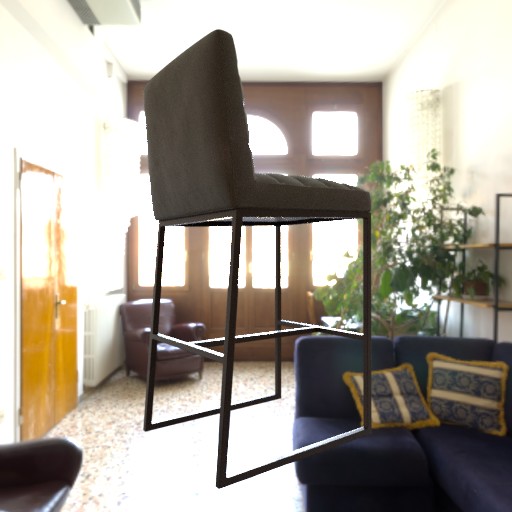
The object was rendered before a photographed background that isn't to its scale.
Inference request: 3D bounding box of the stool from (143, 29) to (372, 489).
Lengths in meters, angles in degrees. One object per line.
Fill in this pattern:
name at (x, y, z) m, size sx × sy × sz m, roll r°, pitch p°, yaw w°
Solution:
stool at (0.000, 0.000, 1.345) m, size 0.562 × 1.065 × 0.463 m, roll 0°, pitch 0°, yaw -37°
